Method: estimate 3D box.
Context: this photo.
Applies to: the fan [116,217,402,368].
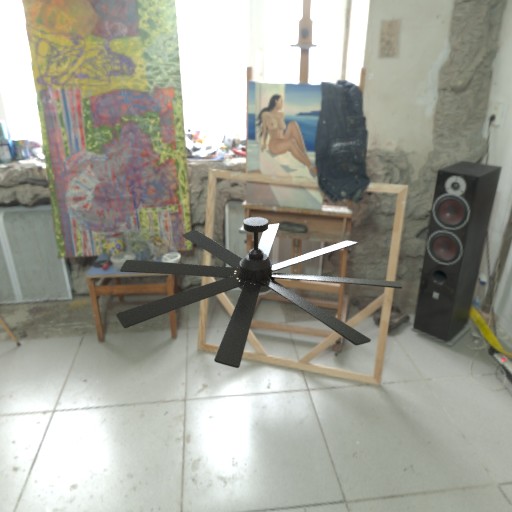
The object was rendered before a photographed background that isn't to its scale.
[{"bbox_3d":[0.000,0.000,2.833,1.830,0.472,1.830,-17,30,-32],"label":"fan"}]
